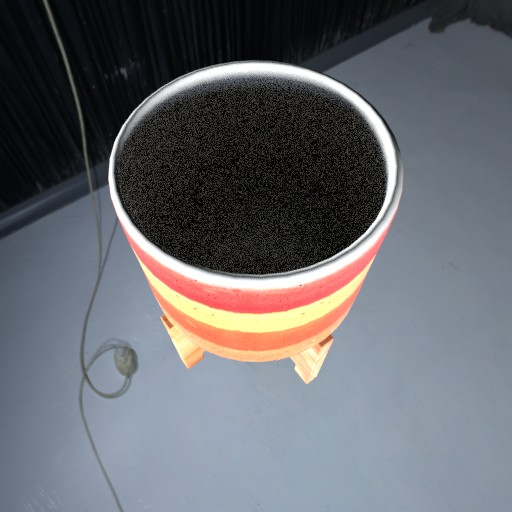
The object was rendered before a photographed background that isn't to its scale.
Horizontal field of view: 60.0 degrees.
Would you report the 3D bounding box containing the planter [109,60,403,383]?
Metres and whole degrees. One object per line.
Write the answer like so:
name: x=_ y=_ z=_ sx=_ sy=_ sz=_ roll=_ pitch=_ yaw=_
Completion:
planter: x=0.000 y=0.000 z=0.403 sx=0.199 sy=0.268 sz=0.199 roll=0 pitch=60 yaw=0
